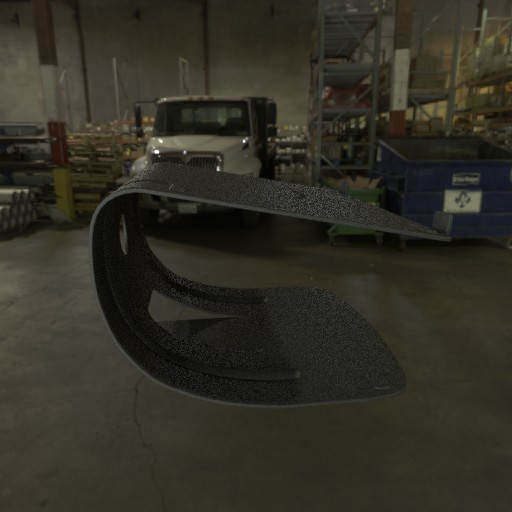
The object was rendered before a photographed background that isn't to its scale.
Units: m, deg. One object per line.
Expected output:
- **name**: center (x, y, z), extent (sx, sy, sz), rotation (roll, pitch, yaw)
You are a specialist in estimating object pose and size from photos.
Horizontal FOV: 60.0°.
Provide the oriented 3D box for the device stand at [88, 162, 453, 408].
- **device stand**: center (0.000, 0.000, 0.404), extent (0.236, 0.155, 0.256), rotation (-2, 16, -7)
